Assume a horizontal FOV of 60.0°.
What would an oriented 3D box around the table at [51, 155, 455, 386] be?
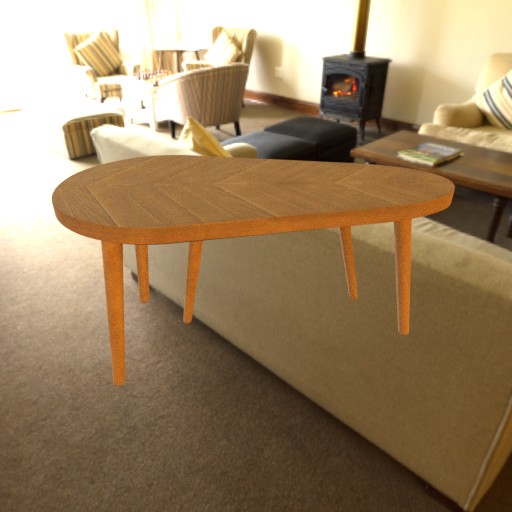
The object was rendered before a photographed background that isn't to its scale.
[{"bbox_3d":[0.000,0.000,1.550,1.190,0.595,0.701,-1,31,-1],"label":"table"}]
